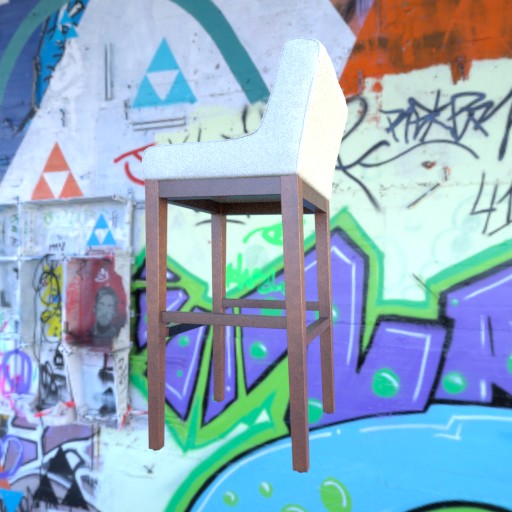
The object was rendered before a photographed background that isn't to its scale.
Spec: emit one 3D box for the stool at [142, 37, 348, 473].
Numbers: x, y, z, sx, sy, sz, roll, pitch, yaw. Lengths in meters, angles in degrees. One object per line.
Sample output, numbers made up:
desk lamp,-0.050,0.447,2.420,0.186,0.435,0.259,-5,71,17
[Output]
stool,0.000,0.000,1.333,0.500,1.037,0.511,0,-1,18
